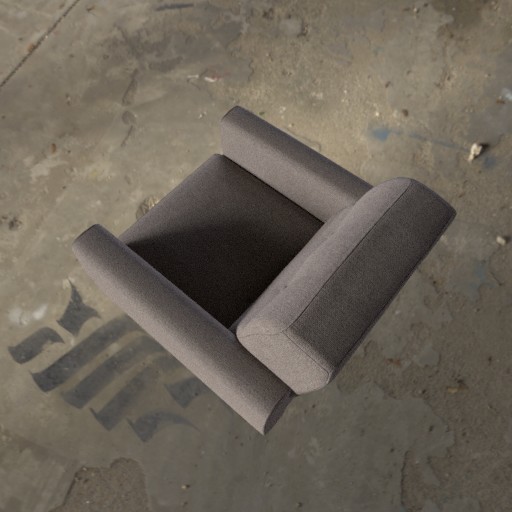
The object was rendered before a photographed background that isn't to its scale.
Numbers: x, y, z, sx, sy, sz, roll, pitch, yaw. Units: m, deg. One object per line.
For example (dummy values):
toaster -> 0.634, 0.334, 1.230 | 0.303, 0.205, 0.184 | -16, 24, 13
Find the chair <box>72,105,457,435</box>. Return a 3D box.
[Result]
chair -> 0.000, 0.000, 1.525 | 0.907, 0.839, 0.831 | 37, 68, 18
